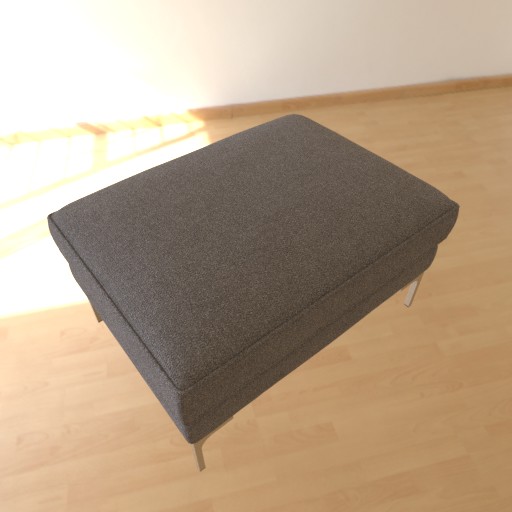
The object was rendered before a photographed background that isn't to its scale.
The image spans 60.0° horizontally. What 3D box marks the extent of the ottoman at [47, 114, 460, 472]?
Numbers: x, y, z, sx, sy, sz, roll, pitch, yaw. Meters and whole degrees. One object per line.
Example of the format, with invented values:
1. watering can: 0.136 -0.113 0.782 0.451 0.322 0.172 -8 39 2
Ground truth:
1. ottoman: 0.000 0.000 1.129 0.785 0.464 0.583 -30 52 -26
